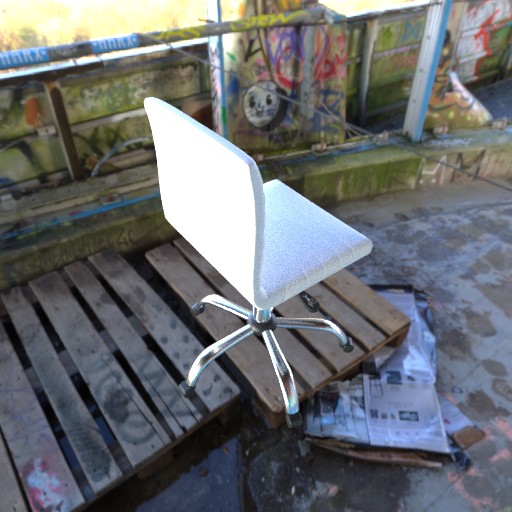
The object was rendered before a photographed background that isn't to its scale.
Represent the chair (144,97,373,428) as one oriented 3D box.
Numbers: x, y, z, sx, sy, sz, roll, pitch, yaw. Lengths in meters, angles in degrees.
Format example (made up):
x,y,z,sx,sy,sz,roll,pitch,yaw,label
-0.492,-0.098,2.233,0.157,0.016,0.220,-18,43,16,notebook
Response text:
x,y,z,sx,sy,sz,roll,pitch,yaw,label
0.000,0.000,1.145,0.530,0.780,0.556,-25,45,-27,chair
